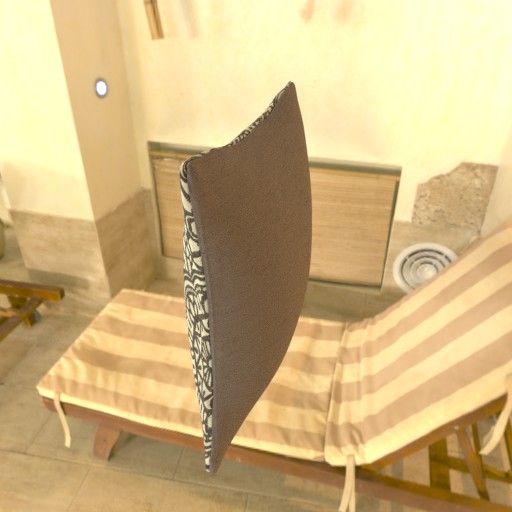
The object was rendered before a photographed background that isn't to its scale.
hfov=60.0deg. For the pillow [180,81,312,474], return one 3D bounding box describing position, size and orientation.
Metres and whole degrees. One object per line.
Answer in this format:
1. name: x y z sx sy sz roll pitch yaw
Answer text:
1. pillow: 0.000 0.000 0.644 0.148 0.417 0.436 8 32 14
